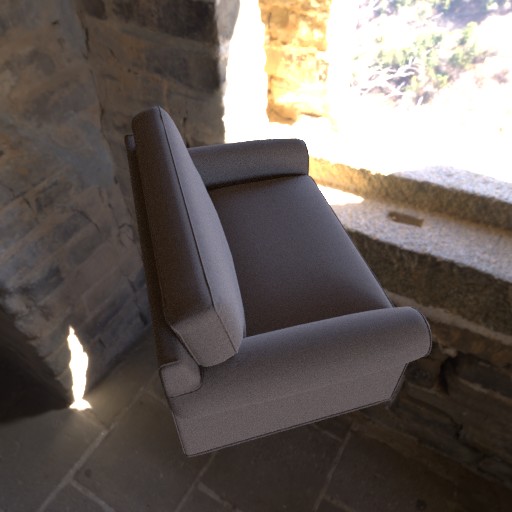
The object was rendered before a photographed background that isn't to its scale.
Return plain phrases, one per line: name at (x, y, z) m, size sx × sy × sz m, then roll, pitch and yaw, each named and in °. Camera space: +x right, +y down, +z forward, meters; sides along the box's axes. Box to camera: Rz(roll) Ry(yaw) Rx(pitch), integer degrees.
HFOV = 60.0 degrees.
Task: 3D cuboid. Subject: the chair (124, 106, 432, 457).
chair at (0.000, 0.000, 1.951) m, size 0.930 × 0.930 × 1.390 m, roll -12°, pitch 47°, yaw -11°
